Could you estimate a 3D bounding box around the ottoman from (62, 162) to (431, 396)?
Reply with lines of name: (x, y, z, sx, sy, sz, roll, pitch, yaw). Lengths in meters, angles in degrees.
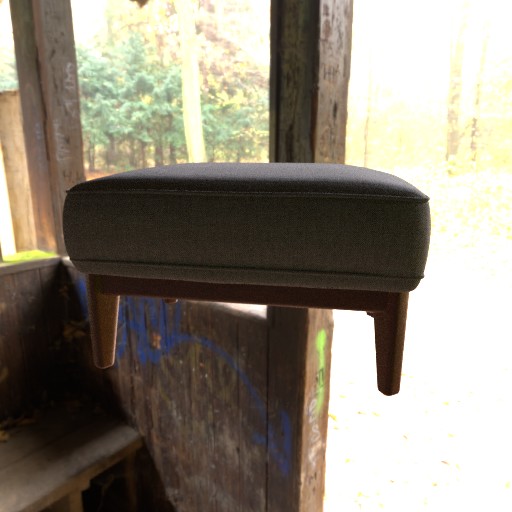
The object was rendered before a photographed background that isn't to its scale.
ottoman: (0.000, 0.000, 1.125, 0.750, 0.458, 0.555, 3, 15, 10)
